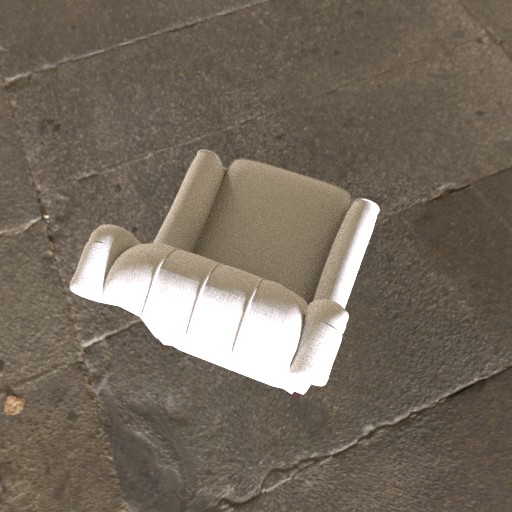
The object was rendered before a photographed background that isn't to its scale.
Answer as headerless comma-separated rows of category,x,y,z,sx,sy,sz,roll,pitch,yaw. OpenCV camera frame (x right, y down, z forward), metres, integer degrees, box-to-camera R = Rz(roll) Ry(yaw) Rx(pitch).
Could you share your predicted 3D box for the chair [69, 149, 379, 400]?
chair,0.000,0.000,1.621,0.742,1.035,0.902,19,66,9
